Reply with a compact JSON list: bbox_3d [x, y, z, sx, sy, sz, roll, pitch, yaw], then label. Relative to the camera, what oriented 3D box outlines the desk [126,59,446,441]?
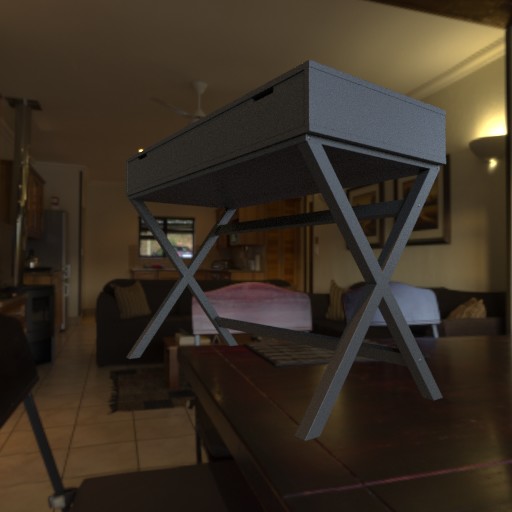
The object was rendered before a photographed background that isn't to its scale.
[{"bbox_3d":[0.000,0.000,1.474,0.504,0.780,1.057,1,-2,-36],"label":"desk"}]
